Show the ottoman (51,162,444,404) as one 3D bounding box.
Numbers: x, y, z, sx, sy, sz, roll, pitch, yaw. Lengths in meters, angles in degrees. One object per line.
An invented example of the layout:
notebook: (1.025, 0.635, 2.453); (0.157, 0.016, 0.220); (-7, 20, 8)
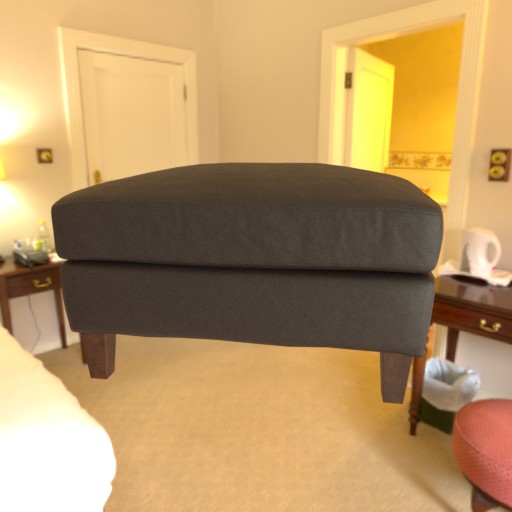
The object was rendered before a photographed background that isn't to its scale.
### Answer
ottoman: (0.000, 0.000, 1.271); (0.887, 0.529, 0.659); (2, 14, 9)
